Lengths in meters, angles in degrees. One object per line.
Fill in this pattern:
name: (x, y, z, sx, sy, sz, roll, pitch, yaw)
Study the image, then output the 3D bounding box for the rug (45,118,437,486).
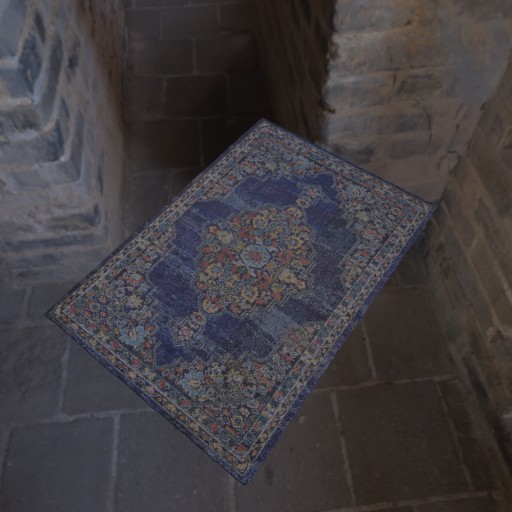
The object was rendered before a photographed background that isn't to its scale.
rug: (0.000, 0.000, 3.842, 2.053, 0.011, 2.940, 32, 63, 19)
